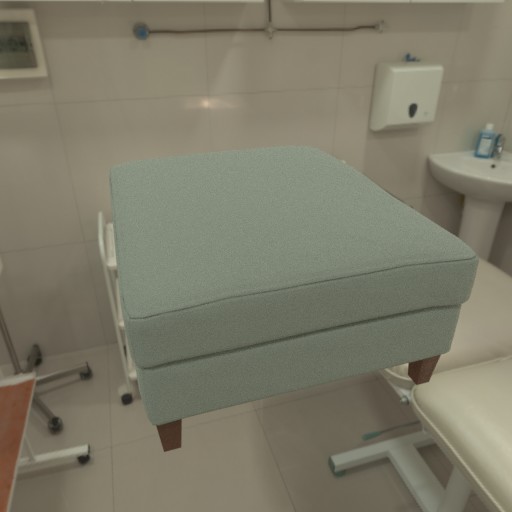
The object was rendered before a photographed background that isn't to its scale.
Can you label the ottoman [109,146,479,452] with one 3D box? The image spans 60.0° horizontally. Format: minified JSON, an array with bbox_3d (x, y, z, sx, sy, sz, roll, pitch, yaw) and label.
[{"bbox_3d":[0.000,0.000,1.438,0.842,0.494,0.991,-9,31,-15],"label":"ottoman"}]
